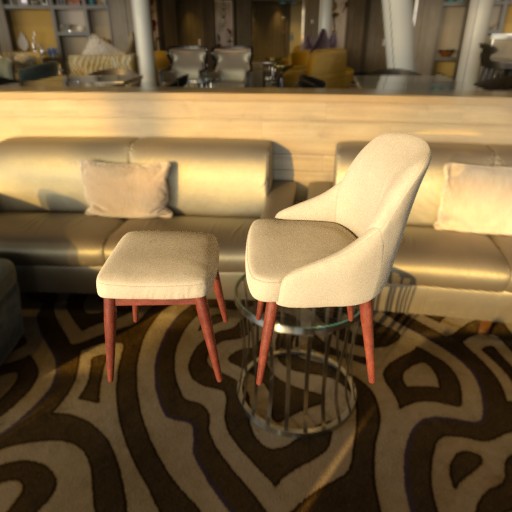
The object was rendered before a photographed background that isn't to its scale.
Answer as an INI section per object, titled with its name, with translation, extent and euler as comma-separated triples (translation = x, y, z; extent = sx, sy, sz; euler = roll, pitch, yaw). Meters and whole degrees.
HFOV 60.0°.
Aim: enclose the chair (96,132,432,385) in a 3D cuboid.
[chair]
translation = 0.000, 0.000, 1.657
extent = 1.114, 0.866, 0.584
euler = 0, 26, 0
